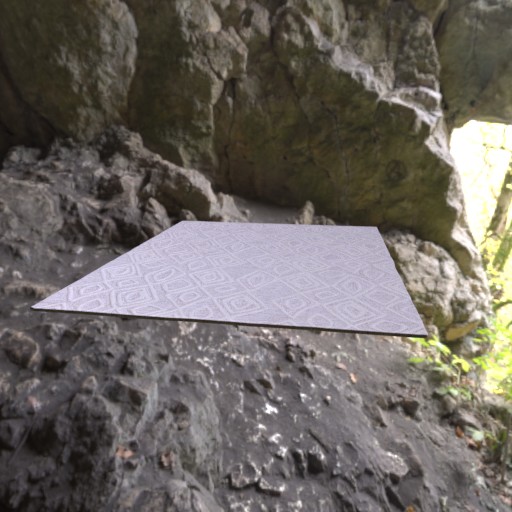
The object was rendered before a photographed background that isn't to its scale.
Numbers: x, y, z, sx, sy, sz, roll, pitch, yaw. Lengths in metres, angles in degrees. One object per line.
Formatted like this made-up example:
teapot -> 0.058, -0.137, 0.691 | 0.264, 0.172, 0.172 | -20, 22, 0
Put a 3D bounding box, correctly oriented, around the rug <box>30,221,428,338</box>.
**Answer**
rug -> 0.000, 0.000, 4.080 | 2.449, 0.025, 3.049 | 3, 15, 9
